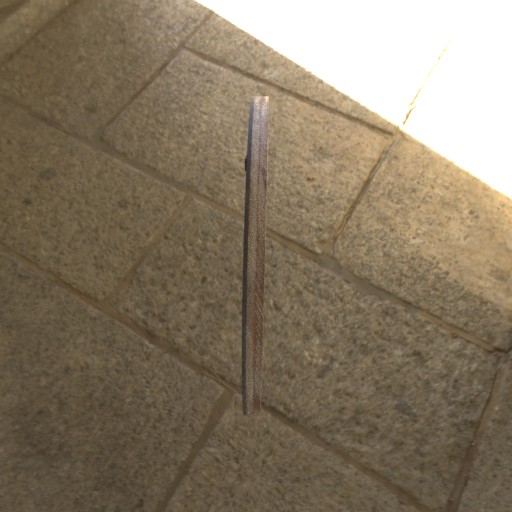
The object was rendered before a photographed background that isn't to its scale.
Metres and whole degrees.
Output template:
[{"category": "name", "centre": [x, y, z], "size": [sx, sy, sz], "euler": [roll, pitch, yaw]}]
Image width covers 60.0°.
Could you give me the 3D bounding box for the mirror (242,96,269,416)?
[{"category": "mirror", "centre": [0.000, 0.000, 1.049], "size": [0.038, 0.710, 0.710], "euler": [2, 64, 1]}]
